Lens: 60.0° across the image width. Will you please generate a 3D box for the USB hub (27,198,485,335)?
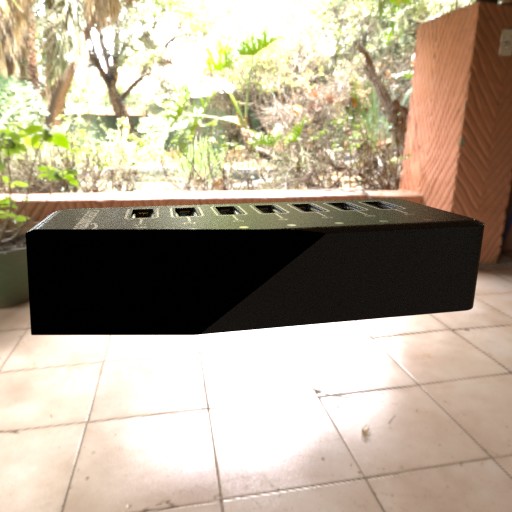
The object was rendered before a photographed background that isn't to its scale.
[{"bbox_3d":[0.000,0.000,0.121,0.110,0.023,0.044,-3,16,-11],"label":"USB hub"}]
